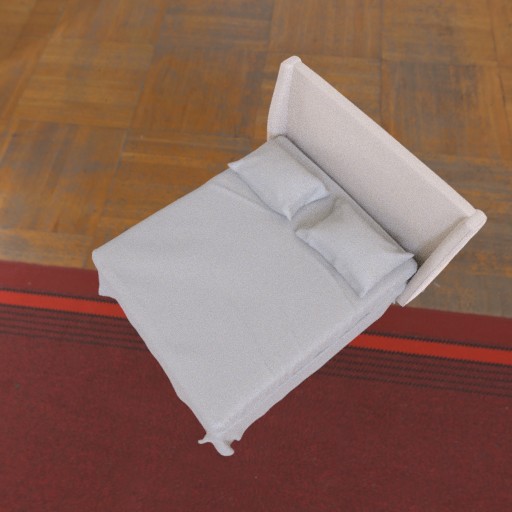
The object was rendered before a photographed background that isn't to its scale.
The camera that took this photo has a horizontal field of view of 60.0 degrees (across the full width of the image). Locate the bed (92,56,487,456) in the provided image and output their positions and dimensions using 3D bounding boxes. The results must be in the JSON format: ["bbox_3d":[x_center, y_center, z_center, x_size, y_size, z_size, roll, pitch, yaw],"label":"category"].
[{"bbox_3d":[0.000,0.000,3.398,2.276,1.332,1.925,-35,69,-16],"label":"bed"}]
